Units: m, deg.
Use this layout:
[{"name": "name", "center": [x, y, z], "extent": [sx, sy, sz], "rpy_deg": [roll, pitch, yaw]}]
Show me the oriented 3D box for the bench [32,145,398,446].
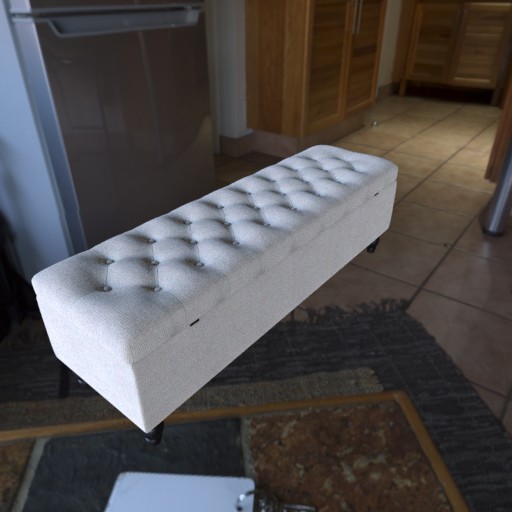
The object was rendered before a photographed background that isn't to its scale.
[{"name": "bench", "center": [0.000, 0.000, 1.700], "extent": [0.455, 0.467, 1.480], "rpy_deg": [23, 39, 32]}]
